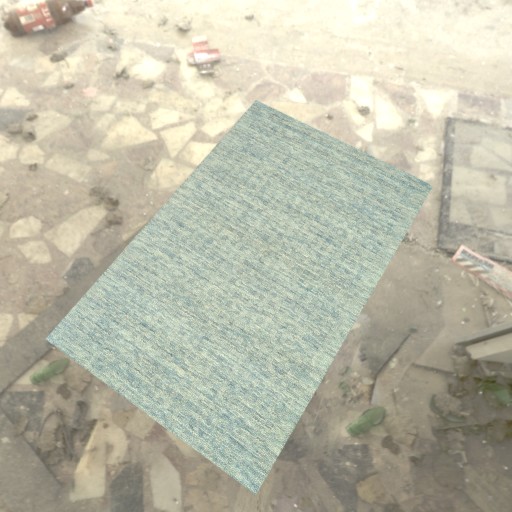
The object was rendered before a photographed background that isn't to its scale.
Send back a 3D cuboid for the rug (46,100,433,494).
[{"bbox_3d":[0.000,0.000,2.204,1.142,0.006,1.752,30,68,14],"label":"rug"}]
